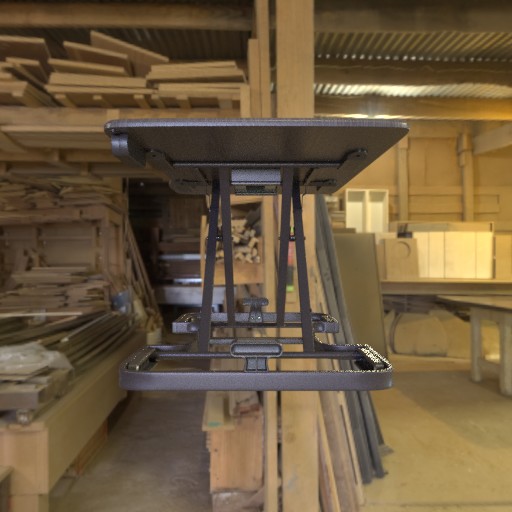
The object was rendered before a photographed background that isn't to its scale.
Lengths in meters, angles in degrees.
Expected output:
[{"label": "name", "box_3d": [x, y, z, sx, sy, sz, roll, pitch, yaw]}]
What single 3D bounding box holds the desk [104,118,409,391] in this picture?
[{"label": "desk", "box_3d": [0.000, 0.000, 1.157, 0.546, 0.470, 0.820, 0, 0, 0]}]
